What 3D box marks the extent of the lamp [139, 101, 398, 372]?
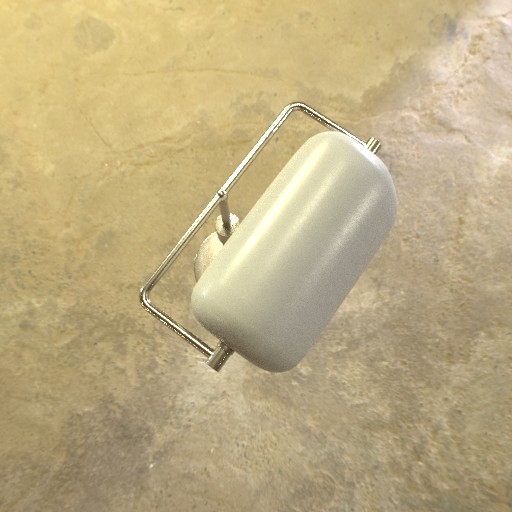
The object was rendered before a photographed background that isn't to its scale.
[{"bbox_3d":[0.000,0.000,0.572,0.227,0.404,0.269,35,79,8],"label":"lamp"}]
